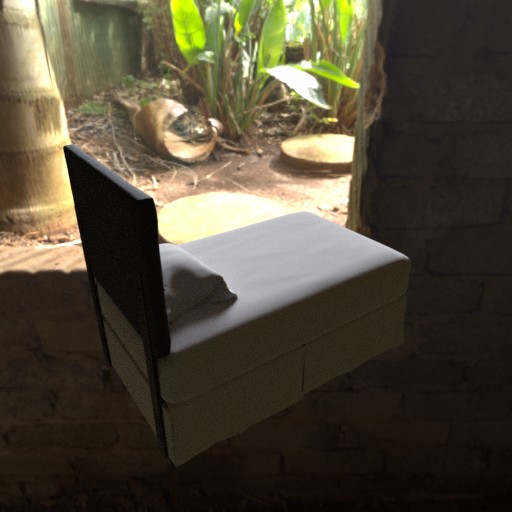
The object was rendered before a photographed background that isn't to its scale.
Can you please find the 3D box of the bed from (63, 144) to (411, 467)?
[{"bbox_3d":[0.000,0.000,3.029,1.997,1.571,1.261,-18,32,-31],"label":"bed"}]
